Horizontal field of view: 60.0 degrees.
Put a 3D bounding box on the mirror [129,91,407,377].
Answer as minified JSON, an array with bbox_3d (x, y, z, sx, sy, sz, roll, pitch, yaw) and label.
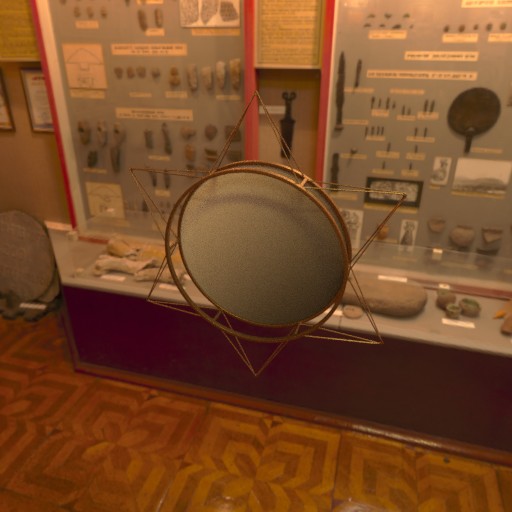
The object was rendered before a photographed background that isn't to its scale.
[{"bbox_3d":[0.000,0.000,0.828,0.498,0.581,0.062,8,28,16],"label":"mirror"}]
